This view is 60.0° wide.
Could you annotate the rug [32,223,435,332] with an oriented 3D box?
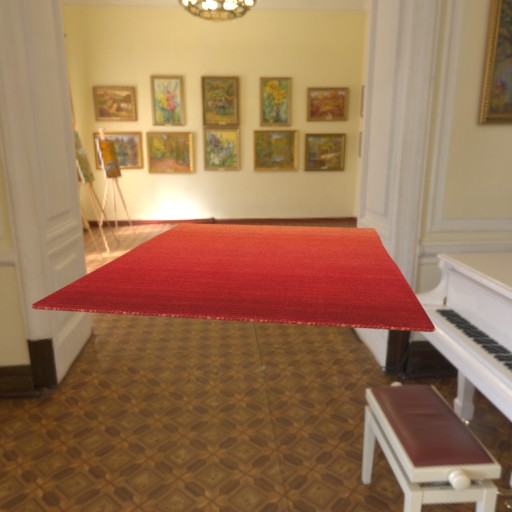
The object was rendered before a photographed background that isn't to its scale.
[{"bbox_3d":[0.000,0.000,3.872,2.340,0.028,2.905,2,14,8],"label":"rug"}]
